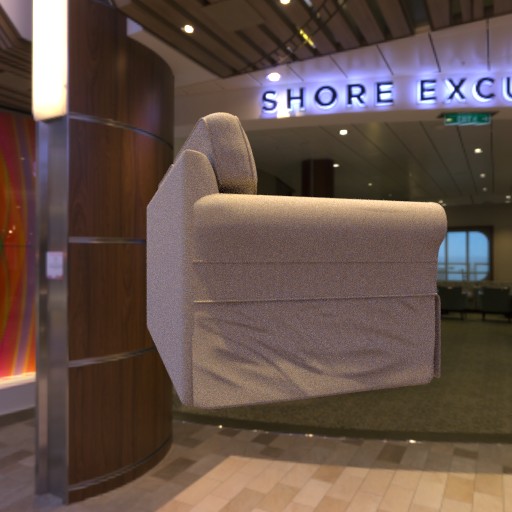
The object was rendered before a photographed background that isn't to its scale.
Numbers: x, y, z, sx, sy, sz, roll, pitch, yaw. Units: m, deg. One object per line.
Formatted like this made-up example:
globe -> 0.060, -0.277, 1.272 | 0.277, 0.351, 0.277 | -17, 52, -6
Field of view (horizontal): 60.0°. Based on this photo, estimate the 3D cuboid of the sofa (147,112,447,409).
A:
sofa -> 0.000, 0.000, 2.279 | 0.991, 0.940, 1.727 | 0, 0, -18
